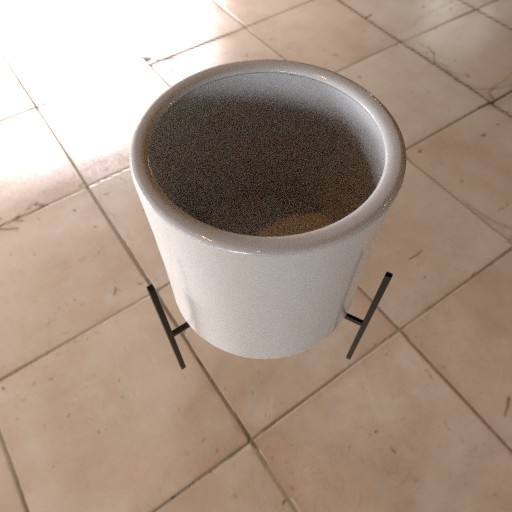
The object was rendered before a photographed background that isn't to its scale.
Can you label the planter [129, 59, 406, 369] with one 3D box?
[{"bbox_3d":[0.000,0.000,0.723,0.361,0.480,0.360,-31,62,-19],"label":"planter"}]
